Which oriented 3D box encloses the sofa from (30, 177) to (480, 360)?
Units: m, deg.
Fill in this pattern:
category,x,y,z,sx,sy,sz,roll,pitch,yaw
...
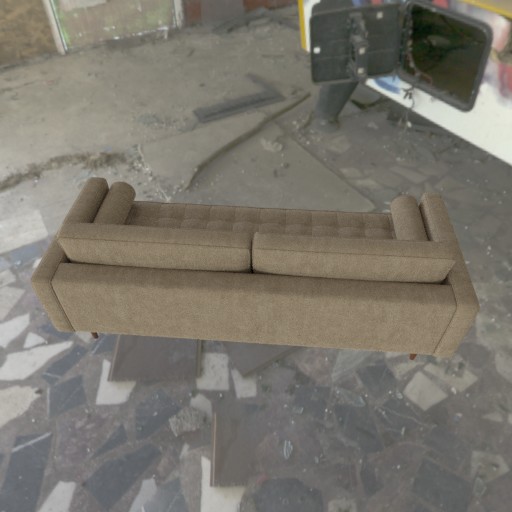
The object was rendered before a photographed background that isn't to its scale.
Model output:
category,x,y,z,sx,sy,sz,roll,pitch,yaw
sofa,0.000,0.000,2.574,2.200,0.770,0.919,3,46,3
